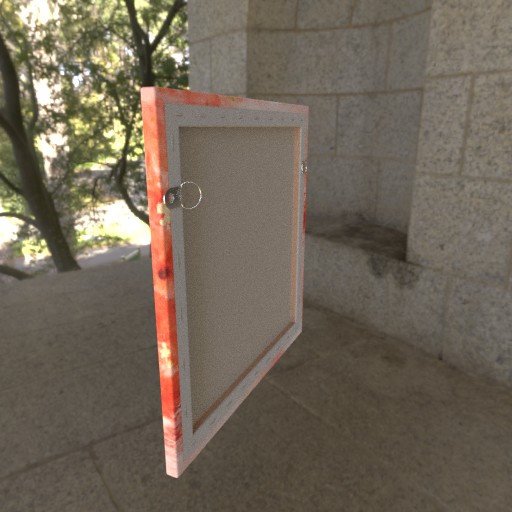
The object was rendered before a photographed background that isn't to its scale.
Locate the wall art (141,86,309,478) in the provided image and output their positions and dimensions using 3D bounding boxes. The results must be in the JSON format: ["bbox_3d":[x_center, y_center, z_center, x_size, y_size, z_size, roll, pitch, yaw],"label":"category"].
[{"bbox_3d":[0.000,0.000,1.316,0.066,0.878,0.878,8,18,24],"label":"wall art"}]
